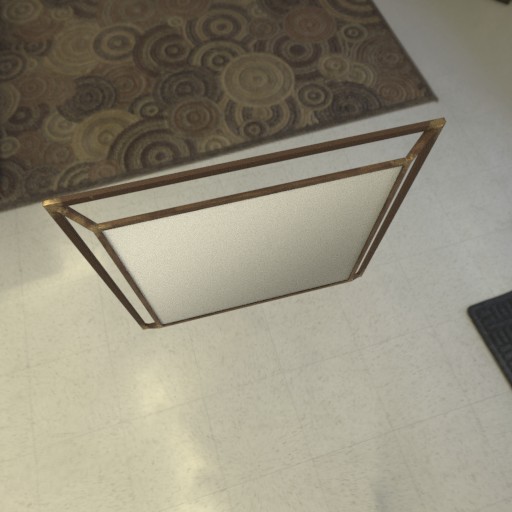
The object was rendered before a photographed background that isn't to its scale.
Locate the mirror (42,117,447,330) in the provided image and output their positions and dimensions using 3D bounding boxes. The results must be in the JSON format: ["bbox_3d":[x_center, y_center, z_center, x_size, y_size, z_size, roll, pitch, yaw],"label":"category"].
[{"bbox_3d":[0.000,0.000,0.922,0.610,0.610,0.032,-13,65,-6],"label":"mirror"}]
